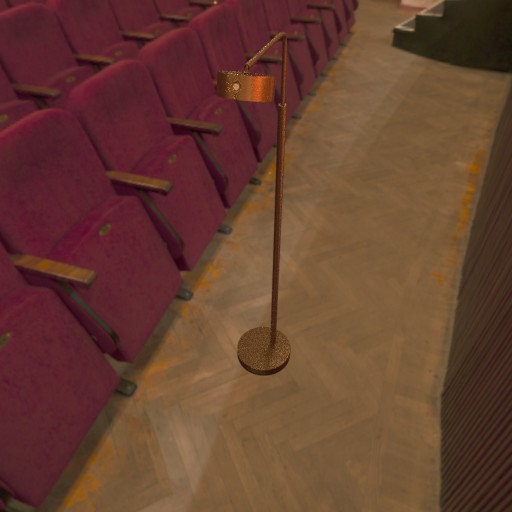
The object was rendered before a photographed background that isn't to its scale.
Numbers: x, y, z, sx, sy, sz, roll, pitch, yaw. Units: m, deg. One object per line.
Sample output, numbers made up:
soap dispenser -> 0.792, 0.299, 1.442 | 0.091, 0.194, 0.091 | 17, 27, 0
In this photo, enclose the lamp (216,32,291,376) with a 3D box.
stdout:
lamp -> 0.000, 0.000, 1.370 | 0.219, 1.230, 0.418 | 13, 42, 14
